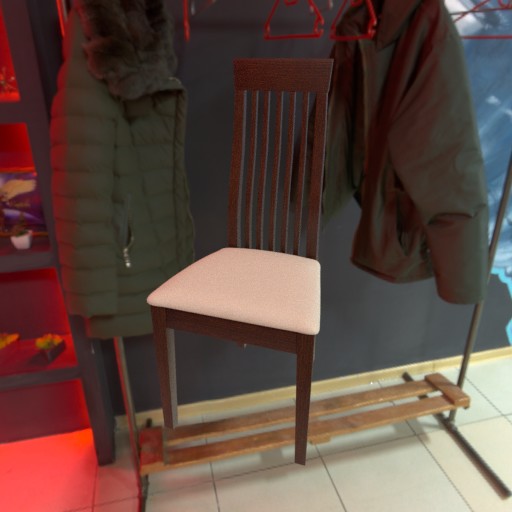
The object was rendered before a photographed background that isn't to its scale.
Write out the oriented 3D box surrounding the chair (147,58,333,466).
[{"bbox_3d":[0.000,0.000,1.274,0.460,1.027,0.474,8,27,17],"label":"chair"}]
